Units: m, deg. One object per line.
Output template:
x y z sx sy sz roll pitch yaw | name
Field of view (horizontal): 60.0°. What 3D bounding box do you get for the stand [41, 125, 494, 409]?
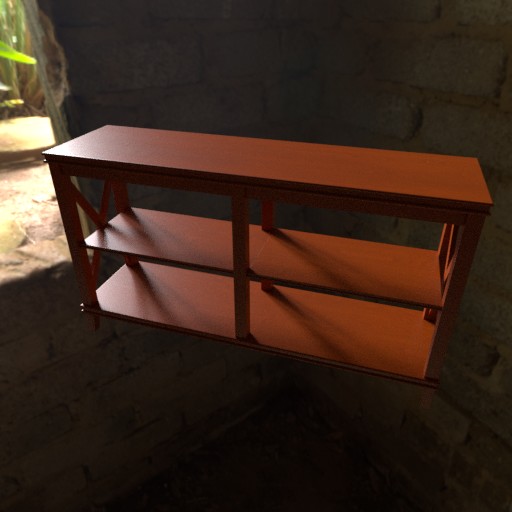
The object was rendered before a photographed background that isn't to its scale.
0.000 0.000 1.636 1.372 0.762 0.381 9 32 15 | stand
